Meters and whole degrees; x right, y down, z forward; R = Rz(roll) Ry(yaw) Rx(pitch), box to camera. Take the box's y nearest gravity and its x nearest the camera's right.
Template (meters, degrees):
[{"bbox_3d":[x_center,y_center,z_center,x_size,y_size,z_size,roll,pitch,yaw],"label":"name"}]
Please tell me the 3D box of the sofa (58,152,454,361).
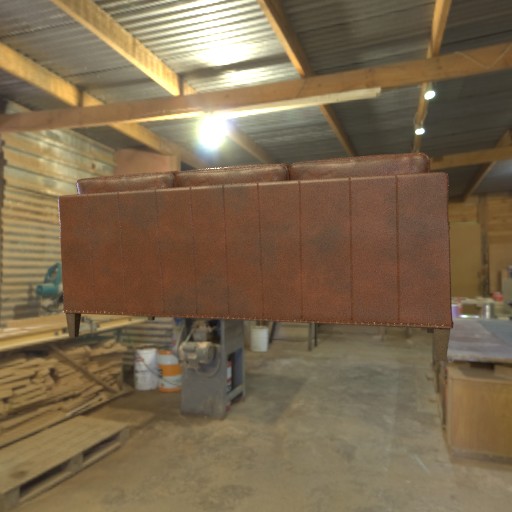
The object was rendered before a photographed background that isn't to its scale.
[{"bbox_3d":[0.000,0.000,2.806,2.240,1.003,1.084,0,-1,18],"label":"sofa"}]
